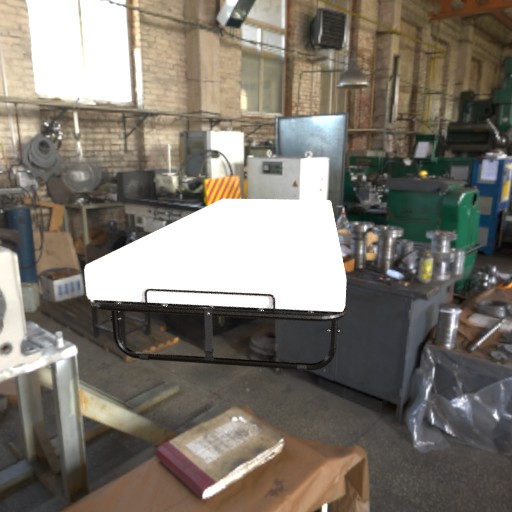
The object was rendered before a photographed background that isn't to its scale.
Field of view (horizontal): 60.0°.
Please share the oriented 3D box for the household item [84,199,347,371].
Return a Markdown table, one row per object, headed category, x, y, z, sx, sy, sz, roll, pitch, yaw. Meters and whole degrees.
| category | x | y | z | sx | sy | sz | roll | pitch | yaw |
| --- | --- | --- | --- | --- | --- | --- | --- | --- | --- |
| household item | 0.000 | 0.000 | 2.154 | 0.787 | 0.356 | 1.905 | 2 | 13 | 8 |
